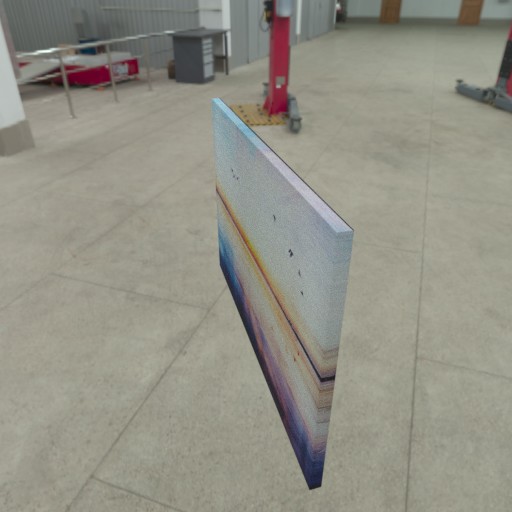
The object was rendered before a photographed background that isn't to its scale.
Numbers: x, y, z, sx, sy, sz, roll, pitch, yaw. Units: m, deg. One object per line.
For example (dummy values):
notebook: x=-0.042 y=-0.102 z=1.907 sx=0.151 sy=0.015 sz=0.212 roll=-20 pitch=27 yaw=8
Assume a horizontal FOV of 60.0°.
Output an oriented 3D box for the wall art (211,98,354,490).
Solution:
wall art: x=0.000 y=0.000 z=0.758 sx=0.018 sy=0.402 sz=0.604 roll=-8 pitch=32 yaw=-13
